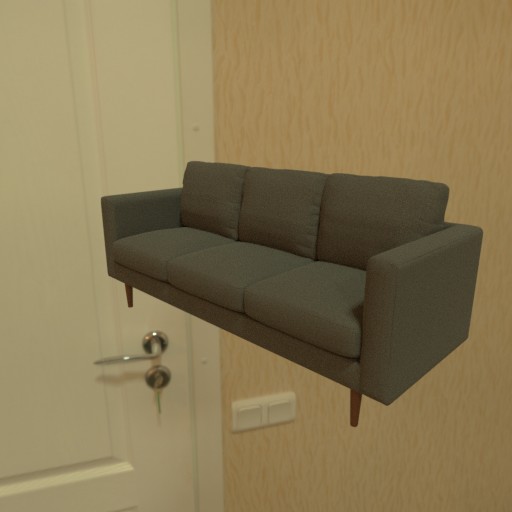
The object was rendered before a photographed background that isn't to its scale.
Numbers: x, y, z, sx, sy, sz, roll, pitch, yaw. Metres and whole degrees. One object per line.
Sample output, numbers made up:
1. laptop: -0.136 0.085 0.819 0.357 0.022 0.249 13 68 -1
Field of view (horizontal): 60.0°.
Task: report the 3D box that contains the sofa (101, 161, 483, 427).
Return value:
1. sofa: 0.000 0.000 2.407 2.029 0.912 0.802 15 22 43
